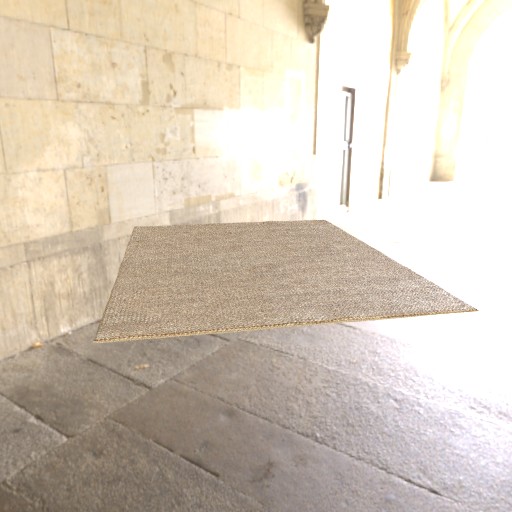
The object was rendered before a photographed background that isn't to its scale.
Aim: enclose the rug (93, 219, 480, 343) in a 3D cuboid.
[{"bbox_3d":[0.000,0.000,4.122,2.429,0.030,3.052,-3,16,-10],"label":"rug"}]
